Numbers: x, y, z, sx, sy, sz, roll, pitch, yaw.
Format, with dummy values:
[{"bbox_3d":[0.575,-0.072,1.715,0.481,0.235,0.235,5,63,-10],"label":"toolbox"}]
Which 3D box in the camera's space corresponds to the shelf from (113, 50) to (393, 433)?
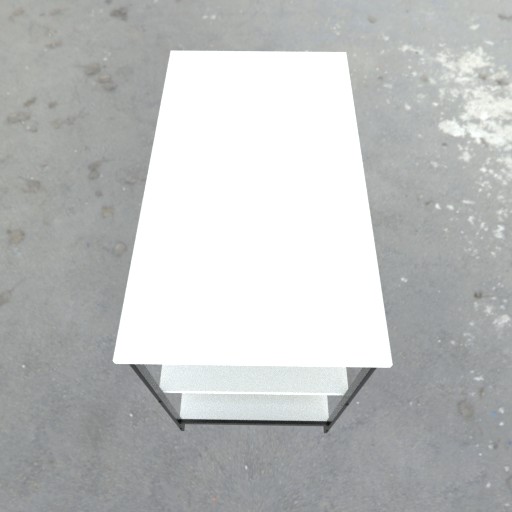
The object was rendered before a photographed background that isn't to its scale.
[{"bbox_3d":[0.000,0.000,1.342,0.498,0.750,0.902,1,59,0],"label":"shelf"}]
